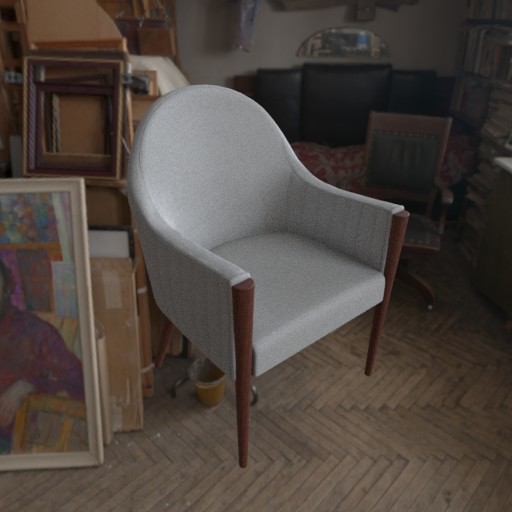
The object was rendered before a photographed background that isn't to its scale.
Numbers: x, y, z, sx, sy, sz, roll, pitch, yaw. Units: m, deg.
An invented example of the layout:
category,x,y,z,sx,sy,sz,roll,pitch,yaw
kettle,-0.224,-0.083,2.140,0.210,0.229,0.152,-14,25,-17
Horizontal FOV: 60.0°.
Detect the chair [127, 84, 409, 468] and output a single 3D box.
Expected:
category,x,y,z,sx,sy,sz,roll,pitch,yaw
chair,0.000,0.000,1.323,0.610,0.889,0.620,-22,37,-33
